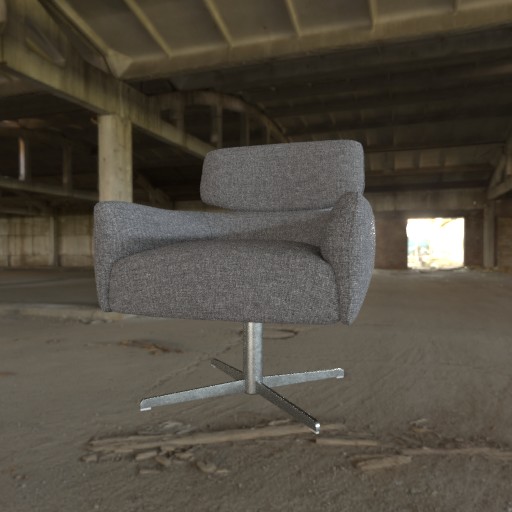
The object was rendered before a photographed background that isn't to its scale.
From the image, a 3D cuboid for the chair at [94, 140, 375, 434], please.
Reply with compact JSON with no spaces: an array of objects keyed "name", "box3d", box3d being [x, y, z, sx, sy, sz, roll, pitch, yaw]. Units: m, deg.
[{"name":"chair","box3d":[0.000,0.000,1.345,0.706,0.812,0.715,0,1,18]}]
